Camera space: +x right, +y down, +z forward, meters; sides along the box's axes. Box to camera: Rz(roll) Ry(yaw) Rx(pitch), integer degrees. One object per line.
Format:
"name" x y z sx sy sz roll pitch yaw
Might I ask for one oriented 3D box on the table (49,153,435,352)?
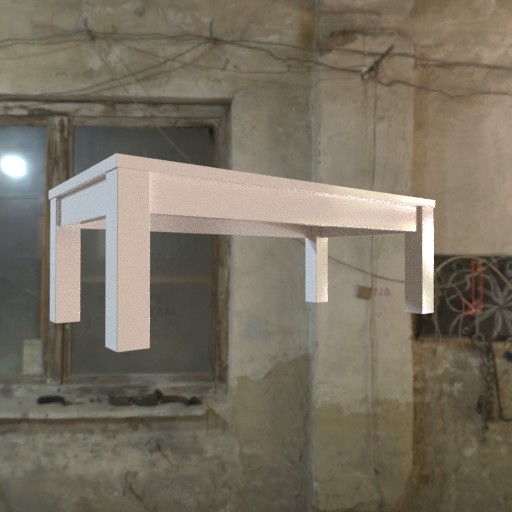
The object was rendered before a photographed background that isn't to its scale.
"table" 0.000 0.000 1.726 1.350 0.470 0.700 0 -1 -37
